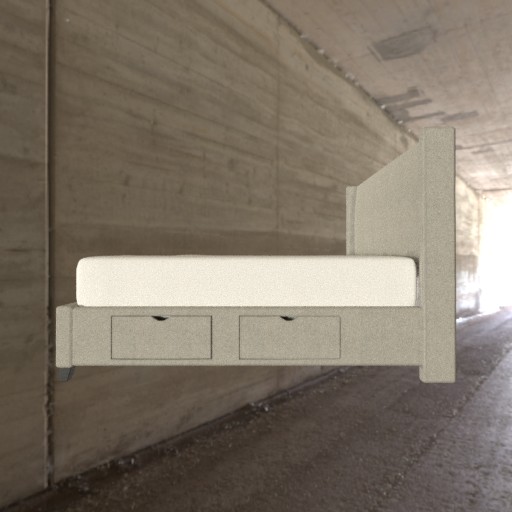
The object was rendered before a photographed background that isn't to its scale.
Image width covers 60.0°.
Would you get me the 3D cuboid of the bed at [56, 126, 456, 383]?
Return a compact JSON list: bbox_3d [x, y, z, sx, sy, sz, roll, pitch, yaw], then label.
[{"bbox_3d":[0.000,0.000,3.581,2.280,1.470,2.140,0,0,0],"label":"bed"}]
